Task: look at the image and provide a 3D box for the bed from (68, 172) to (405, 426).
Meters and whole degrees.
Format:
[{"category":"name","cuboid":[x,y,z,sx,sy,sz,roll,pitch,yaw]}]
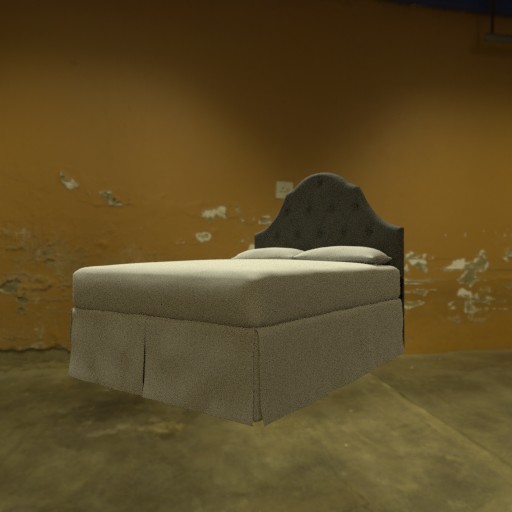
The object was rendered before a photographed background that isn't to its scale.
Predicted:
[{"category":"bed","cuboid":[0.000,0.000,3.321,1.636,1.575,2.155,0,-1,36]}]
